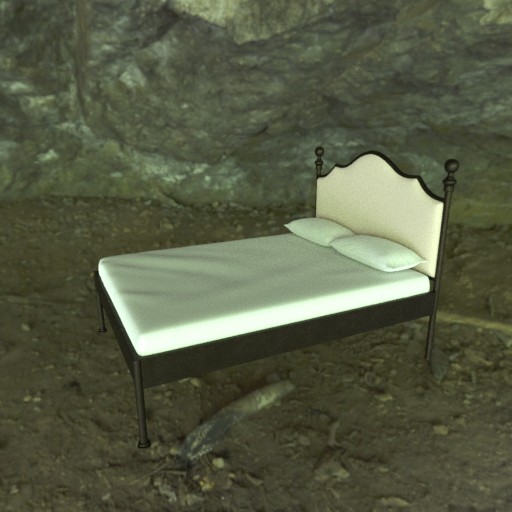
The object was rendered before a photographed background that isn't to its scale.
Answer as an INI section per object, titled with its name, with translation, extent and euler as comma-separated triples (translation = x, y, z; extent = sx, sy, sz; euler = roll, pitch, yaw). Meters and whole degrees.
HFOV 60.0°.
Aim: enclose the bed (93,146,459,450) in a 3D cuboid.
[bed]
translation = 0.000, 0.000, 3.358
extent = 2.224, 1.499, 1.642
euler = -8, 19, -25
